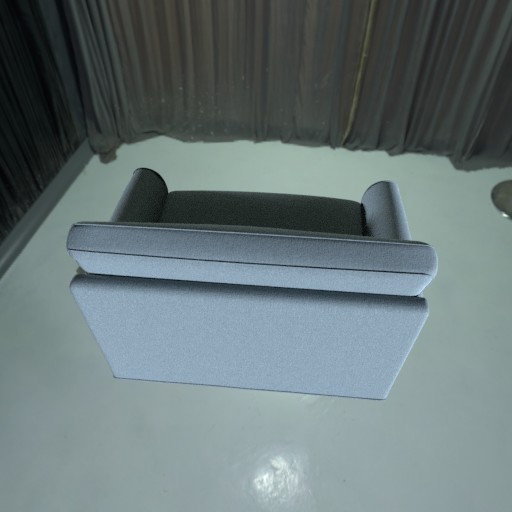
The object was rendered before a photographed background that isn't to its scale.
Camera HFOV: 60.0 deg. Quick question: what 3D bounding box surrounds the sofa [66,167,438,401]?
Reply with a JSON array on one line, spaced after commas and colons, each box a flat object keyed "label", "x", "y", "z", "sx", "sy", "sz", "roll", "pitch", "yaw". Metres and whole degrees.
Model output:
[{"label": "sofa", "x": 0.000, "y": 0.000, "z": 2.075, "sx": 1.410, "sy": 0.953, "sz": 0.940, "roll": 4, "pitch": 47, "yaw": 3}]
